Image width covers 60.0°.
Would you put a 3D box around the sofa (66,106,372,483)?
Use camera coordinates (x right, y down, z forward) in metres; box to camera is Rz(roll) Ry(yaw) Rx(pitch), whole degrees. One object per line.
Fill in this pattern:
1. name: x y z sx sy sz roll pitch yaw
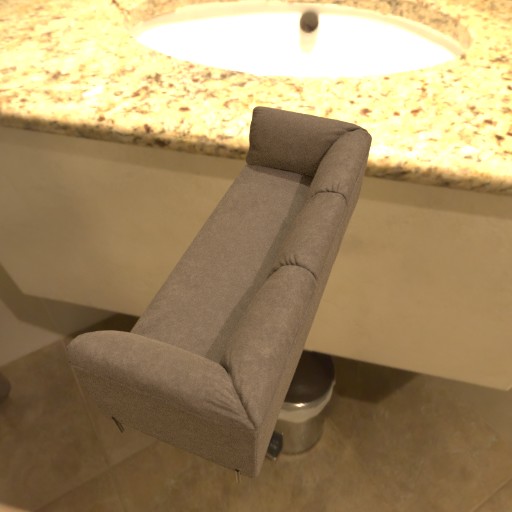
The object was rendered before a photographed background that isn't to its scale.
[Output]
1. sofa: 0.000 0.000 2.665 0.899 0.758 2.238 16 49 14
